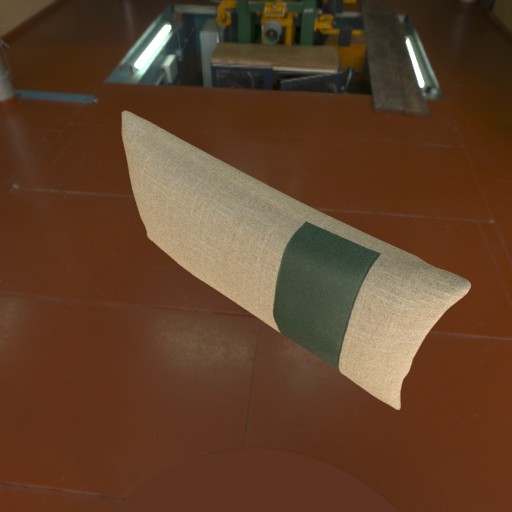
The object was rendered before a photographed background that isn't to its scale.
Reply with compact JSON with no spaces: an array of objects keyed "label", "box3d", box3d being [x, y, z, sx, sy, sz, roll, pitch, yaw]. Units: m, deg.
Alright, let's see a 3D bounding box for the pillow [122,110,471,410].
[{"label":"pillow","box3d":[0.000,0.000,1.022,0.859,0.429,0.197,31,53,27]}]
